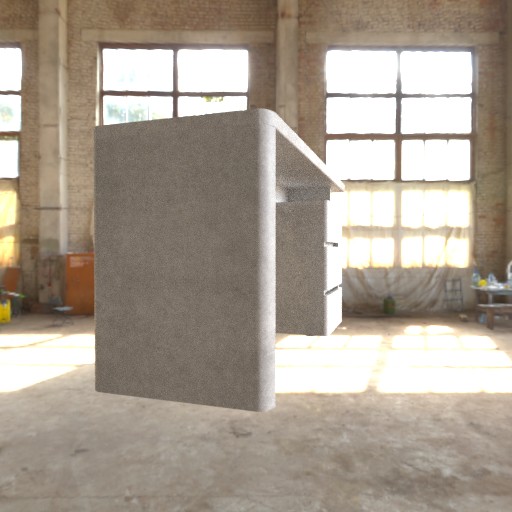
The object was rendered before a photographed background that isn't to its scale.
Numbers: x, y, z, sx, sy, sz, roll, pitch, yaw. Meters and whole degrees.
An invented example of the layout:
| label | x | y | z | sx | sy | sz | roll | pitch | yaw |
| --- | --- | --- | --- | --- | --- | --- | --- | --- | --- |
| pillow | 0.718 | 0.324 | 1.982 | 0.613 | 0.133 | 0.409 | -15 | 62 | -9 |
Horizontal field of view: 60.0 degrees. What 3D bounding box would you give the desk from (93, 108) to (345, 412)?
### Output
| label | x | y | z | sx | sy | sz | roll | pitch | yaw |
| --- | --- | --- | --- | --- | --- | --- | --- | --- | --- |
| desk | 0.000 | 0.000 | 1.839 | 0.550 | 0.755 | 1.400 | 0 | 1 | 19 |
